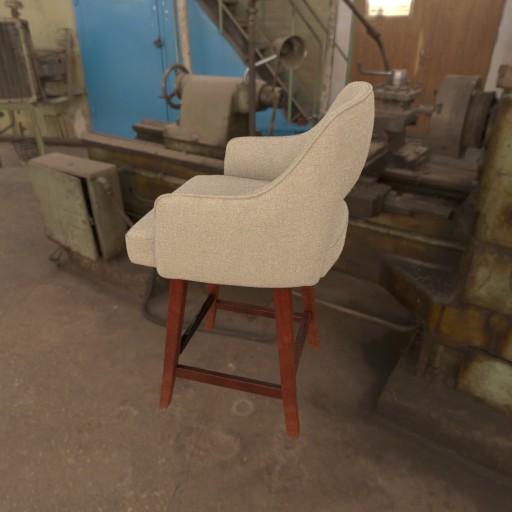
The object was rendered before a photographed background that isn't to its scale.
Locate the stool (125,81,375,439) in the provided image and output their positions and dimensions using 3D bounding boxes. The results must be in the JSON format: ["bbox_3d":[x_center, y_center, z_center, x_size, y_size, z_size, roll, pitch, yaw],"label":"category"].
[{"bbox_3d":[0.000,0.000,1.276,0.560,0.936,0.550,8,30,14],"label":"stool"}]
